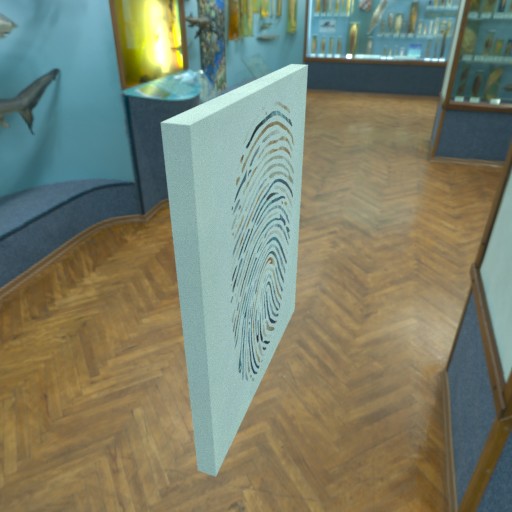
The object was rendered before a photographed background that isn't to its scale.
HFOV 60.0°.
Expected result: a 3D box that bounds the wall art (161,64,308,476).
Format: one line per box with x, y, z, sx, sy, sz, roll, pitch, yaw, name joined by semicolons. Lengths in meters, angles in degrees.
0.000;0.000;0.831;0.037;0.606;0.508;10;32;17;wall art
